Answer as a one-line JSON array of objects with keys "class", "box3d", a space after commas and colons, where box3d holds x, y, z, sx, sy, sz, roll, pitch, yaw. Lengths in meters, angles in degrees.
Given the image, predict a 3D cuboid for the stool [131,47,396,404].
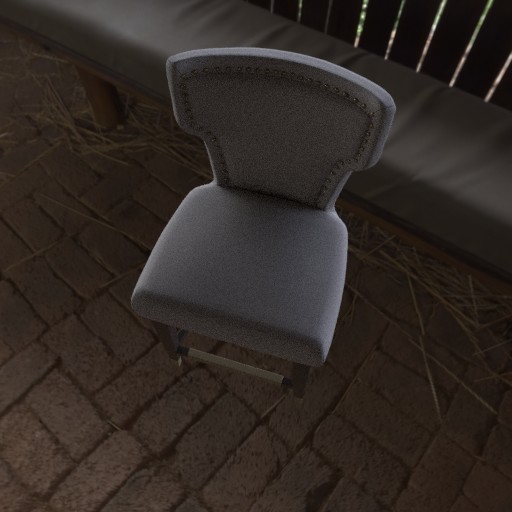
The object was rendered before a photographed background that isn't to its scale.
[{"class": "stool", "box3d": [0.000, 0.000, 1.300, 0.527, 0.982, 0.563, 15, 60, 9]}]
